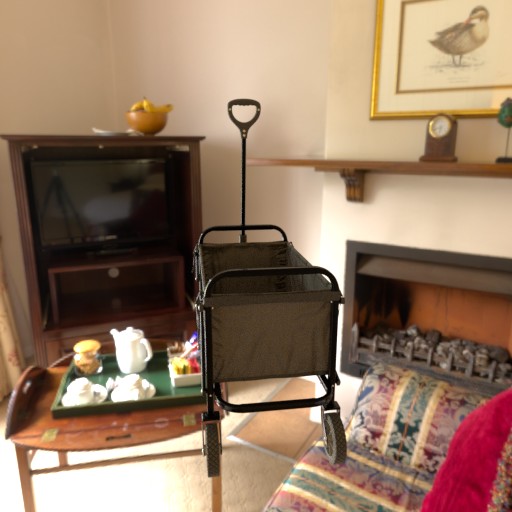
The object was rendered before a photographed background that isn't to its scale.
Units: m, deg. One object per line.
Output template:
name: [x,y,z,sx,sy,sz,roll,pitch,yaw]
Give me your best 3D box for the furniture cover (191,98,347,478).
furniture cover: [0.000,0.000,1.818,0.532,1.295,1.038,-2,14,-8]
